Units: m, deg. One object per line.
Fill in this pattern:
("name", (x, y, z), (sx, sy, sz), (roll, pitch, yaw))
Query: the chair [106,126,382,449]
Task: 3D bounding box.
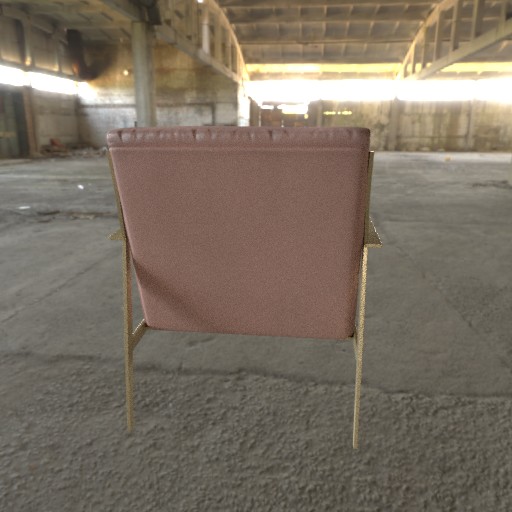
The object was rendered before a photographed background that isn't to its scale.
("chair", (0.000, 0.000, 1.477), (0.701, 0.823, 0.848), (2, 16, 6))
